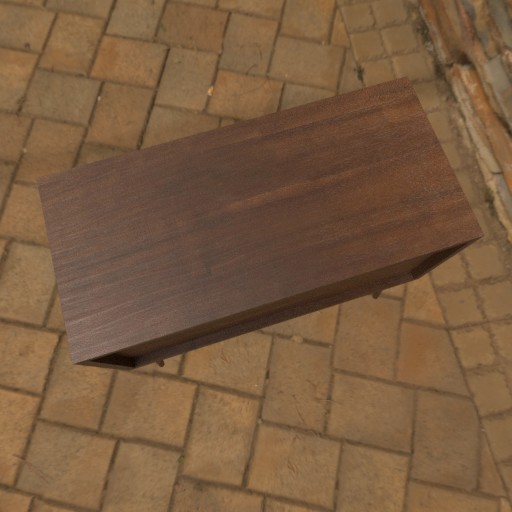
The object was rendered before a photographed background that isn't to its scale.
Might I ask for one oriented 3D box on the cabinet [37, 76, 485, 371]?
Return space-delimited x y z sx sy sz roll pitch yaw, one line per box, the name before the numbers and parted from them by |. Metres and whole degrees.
cabinet | 0.000 0.000 1.120 0.743 0.654 0.354 -17 74 -5
